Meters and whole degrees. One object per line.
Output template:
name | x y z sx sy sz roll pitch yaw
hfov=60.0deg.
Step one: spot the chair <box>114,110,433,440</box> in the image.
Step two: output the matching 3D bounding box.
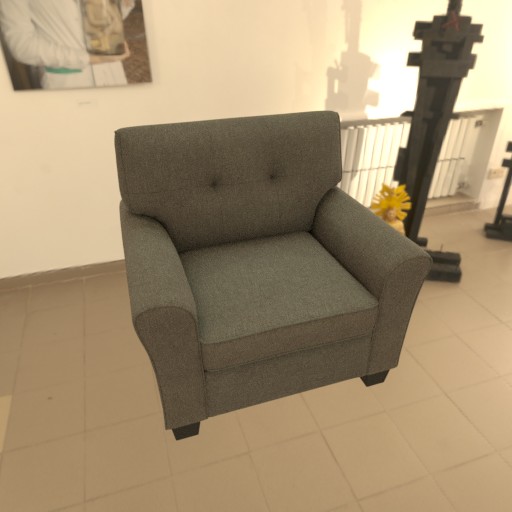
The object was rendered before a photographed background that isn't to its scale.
chair | 0.000 0.000 1.653 0.941 0.890 0.816 -10 33 -16
